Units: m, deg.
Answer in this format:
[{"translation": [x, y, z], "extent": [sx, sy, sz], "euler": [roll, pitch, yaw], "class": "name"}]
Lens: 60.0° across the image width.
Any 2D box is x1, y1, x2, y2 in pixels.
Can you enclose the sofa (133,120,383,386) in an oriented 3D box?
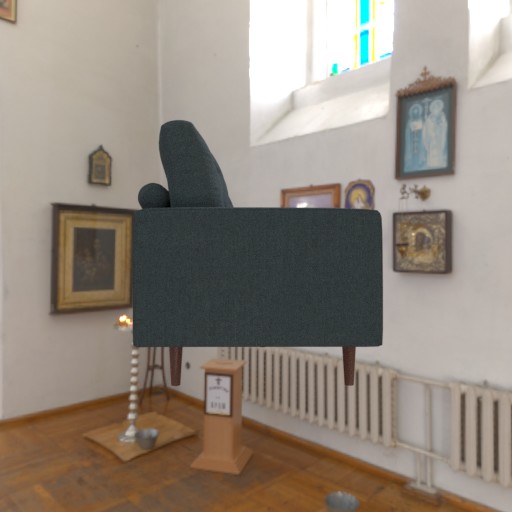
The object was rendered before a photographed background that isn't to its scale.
[{"translation": [0.000, 0.000, 2.575], "extent": [0.966, 1.050, 2.010], "euler": [0, -2, 0], "class": "sofa"}]
